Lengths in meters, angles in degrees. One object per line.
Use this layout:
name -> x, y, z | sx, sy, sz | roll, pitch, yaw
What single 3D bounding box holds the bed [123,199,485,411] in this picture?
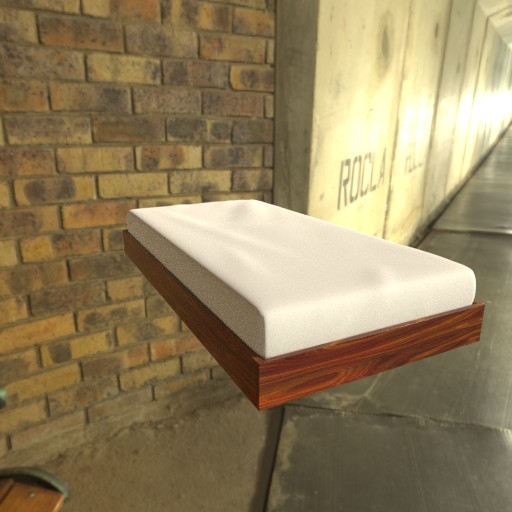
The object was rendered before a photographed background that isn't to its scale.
bed -> 0.000, 0.000, 2.217 | 0.940, 0.312, 1.860 | -8, 18, -26
